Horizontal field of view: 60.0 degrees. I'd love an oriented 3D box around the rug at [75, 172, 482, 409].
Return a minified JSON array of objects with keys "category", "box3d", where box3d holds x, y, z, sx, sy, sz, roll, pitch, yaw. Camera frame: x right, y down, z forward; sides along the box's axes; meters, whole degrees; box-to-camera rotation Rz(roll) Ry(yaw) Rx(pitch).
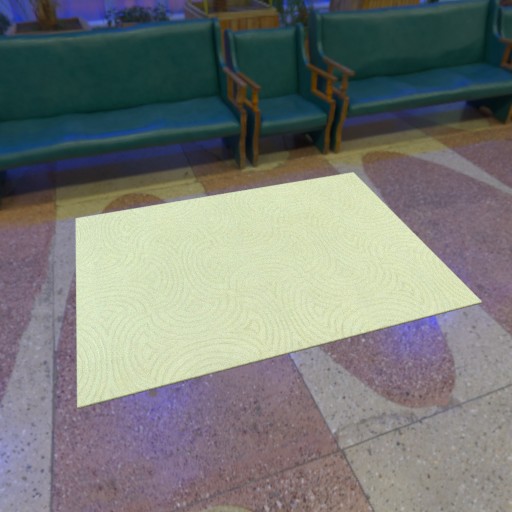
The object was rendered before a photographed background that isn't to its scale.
[{"category":"rug","box3d":[0.000,0.000,2.753,2.132,0.015,1.526,-11,41,-14]}]
